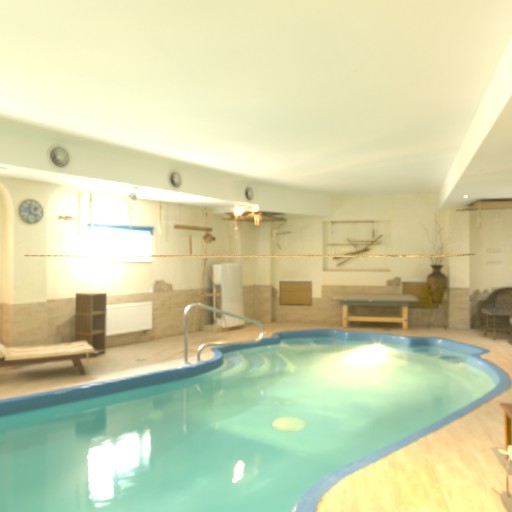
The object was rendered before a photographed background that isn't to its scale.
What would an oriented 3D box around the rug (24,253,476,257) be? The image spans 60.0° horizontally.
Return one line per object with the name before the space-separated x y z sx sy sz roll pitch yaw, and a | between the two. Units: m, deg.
rug | 0.000 0.000 2.492 2.084 0.009 1.222 0 0 17
